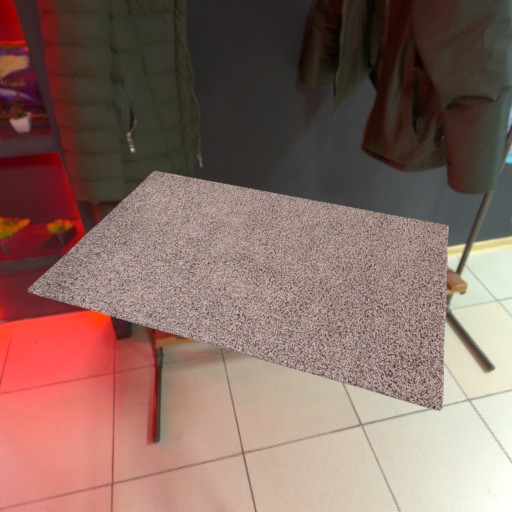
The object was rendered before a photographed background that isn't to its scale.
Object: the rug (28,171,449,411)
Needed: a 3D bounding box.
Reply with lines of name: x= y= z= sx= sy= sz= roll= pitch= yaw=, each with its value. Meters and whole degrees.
rug: x=0.000 y=0.000 z=3.361 sx=2.743 sy=0.030 sz=1.778 roll=13 pitch=42 yaw=15
